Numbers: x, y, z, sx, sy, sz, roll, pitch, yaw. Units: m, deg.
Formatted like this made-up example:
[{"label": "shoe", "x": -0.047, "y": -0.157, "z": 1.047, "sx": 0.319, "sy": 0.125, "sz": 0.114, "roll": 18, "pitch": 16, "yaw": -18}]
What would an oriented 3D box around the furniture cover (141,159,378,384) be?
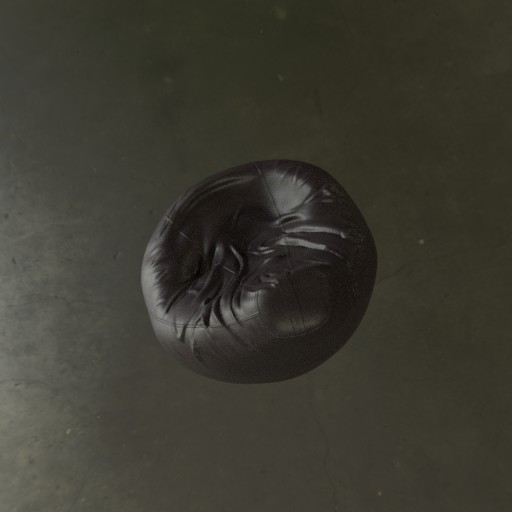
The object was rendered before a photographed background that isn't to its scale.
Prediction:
[{"label": "furniture cover", "x": 0.000, "y": 0.000, "z": 1.930, "sx": 1.070, "sy": 0.990, "sz": 1.070, "roll": -23, "pitch": 75, "yaw": -6}]
